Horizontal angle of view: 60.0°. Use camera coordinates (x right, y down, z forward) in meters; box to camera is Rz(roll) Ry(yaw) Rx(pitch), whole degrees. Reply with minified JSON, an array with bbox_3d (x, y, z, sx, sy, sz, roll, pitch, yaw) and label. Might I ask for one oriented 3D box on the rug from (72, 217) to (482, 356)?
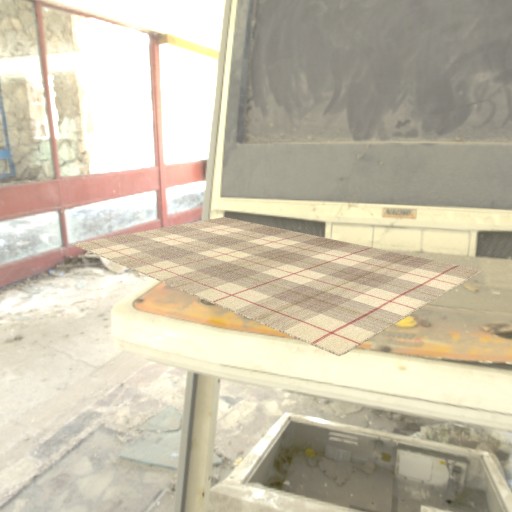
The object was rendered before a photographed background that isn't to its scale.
[{"bbox_3d":[0.000,0.000,3.063,2.464,0.010,1.549,15,22,43],"label":"rug"}]
